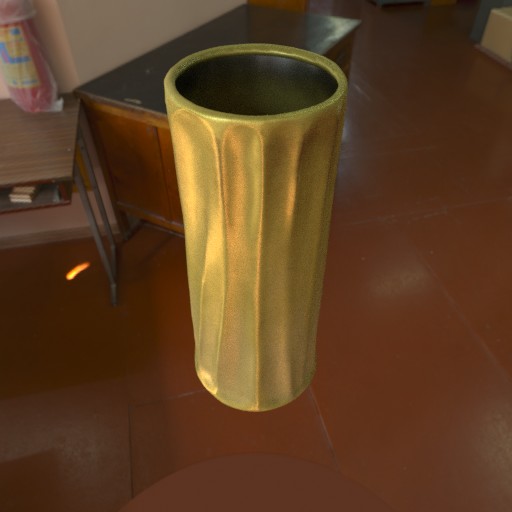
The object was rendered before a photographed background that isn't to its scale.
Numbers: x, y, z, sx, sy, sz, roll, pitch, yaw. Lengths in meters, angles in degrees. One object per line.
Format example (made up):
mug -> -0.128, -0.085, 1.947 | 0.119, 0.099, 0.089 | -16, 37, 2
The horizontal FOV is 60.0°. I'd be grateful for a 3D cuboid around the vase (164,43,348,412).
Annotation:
vase -> 0.000, 0.000, 0.175 | 0.061, 0.143, 0.061 | 0, 44, 0
